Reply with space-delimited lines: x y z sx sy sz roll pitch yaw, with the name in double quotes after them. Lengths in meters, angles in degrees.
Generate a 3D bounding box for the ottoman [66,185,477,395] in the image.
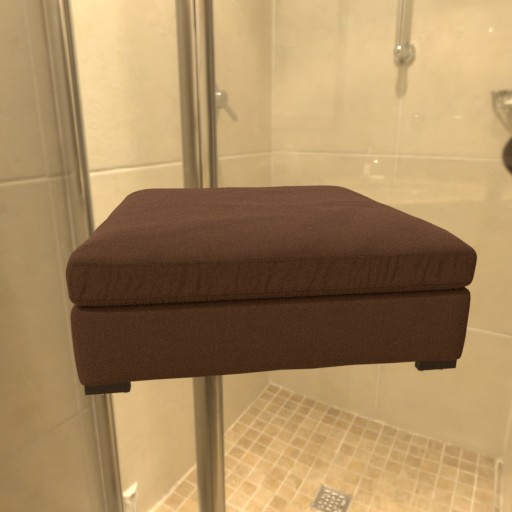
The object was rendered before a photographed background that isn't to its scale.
0.000 0.000 1.801 1.181 0.470 1.181 -2 16 -7 "ottoman"
